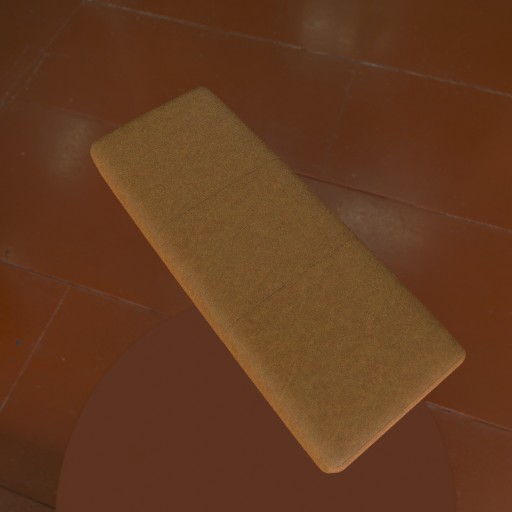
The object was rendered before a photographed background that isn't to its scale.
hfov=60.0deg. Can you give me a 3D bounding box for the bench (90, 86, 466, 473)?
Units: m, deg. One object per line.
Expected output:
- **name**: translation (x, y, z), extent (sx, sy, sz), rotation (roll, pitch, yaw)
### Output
- **bench**: translation (0.000, 0.000, 1.848), extent (0.653, 0.399, 1.610), rotation (-34, 68, -16)
